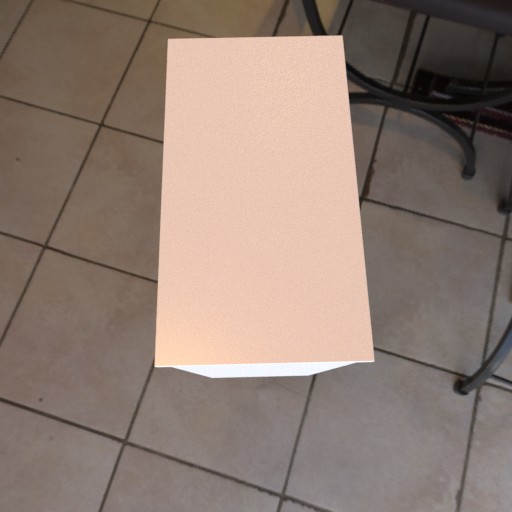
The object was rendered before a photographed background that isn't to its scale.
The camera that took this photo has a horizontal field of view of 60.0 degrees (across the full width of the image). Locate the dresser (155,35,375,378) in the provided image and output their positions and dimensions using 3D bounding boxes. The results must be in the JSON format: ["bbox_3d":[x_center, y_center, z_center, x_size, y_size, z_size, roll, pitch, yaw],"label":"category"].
[{"bbox_3d":[0.000,0.000,1.367,0.401,1.021,0.704,-1,73,0],"label":"dresser"}]
